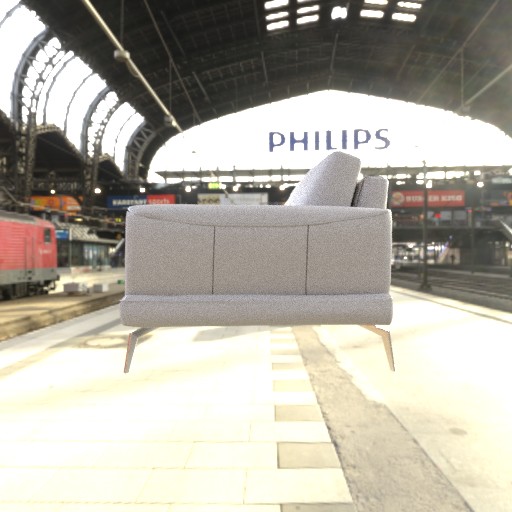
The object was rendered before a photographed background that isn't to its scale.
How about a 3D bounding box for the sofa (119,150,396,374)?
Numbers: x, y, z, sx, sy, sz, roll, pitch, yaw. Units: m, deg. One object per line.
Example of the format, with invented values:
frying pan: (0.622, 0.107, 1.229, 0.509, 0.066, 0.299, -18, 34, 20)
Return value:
sofa: (0.000, 0.000, 2.756, 1.121, 0.930, 2.177, 0, 0, -1)
